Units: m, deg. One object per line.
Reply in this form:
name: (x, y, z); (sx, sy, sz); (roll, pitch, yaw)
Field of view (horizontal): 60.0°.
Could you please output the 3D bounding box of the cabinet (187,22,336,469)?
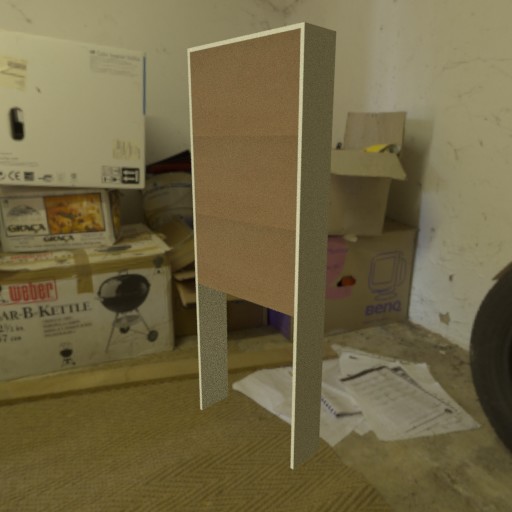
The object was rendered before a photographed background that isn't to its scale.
cabinet: (0.000, 0.000, 1.989); (0.643, 1.770, 0.192); (14, 20, 43)
